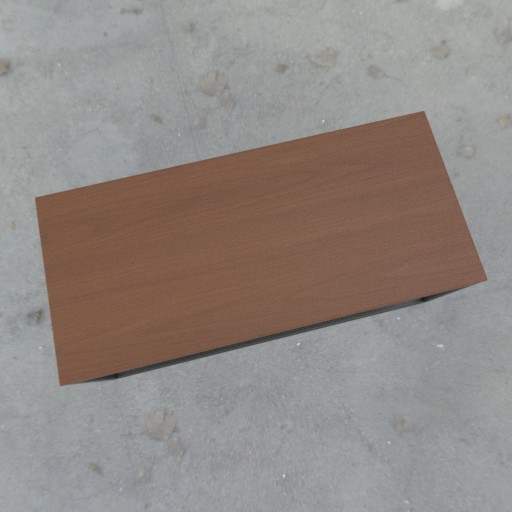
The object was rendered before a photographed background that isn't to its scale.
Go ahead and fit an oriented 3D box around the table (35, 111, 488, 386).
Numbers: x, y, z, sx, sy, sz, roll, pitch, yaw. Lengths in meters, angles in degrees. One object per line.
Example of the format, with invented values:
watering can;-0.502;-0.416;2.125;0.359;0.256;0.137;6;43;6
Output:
table;0.000;0.000;1.354;1.100;0.400;0.500;-13;77;-3
